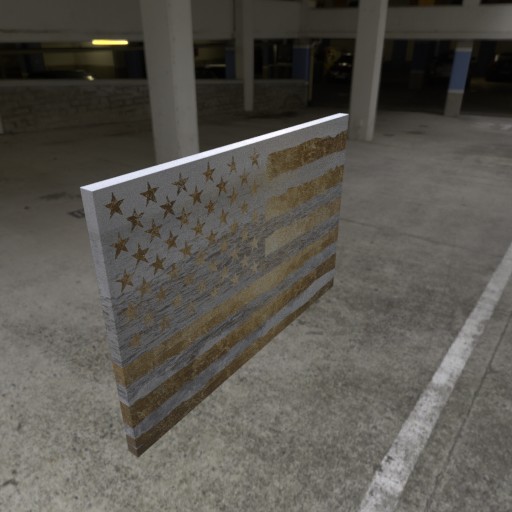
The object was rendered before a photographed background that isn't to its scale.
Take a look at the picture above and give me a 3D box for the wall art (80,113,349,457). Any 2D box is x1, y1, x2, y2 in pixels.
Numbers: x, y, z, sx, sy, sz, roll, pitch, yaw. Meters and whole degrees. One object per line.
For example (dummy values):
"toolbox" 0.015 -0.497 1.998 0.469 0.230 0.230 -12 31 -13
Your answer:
"wall art" 0.000 0.000 1.465 0.041 0.762 1.145 18 32 32
